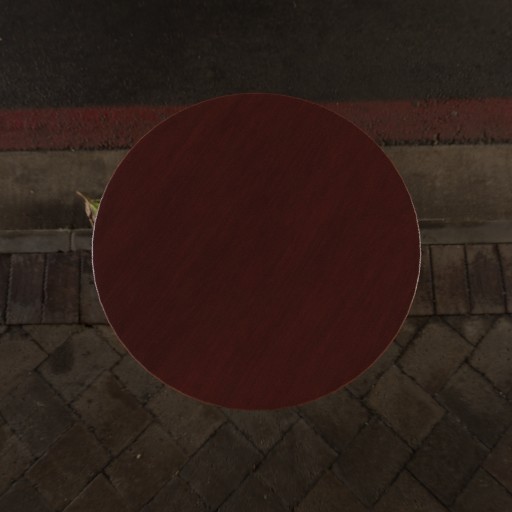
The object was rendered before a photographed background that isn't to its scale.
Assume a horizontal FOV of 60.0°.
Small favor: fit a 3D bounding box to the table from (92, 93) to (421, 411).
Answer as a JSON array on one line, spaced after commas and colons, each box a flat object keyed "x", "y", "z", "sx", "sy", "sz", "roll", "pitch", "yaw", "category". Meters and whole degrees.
[{"x": 0.000, "y": 0.000, "z": 1.617, "sx": 1.029, "sy": 0.486, "sz": 1.029, "roll": 0, "pitch": 76, "yaw": 0, "category": "table"}]
